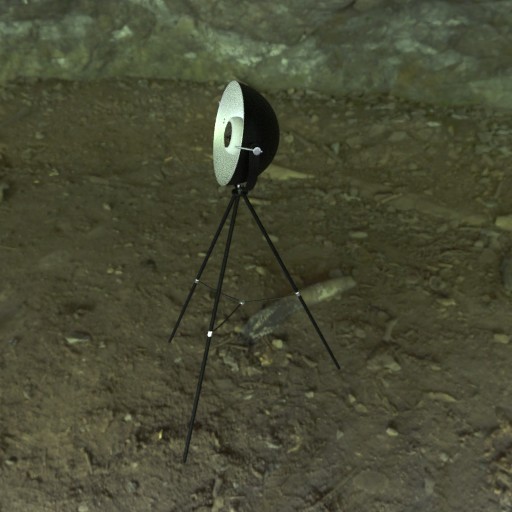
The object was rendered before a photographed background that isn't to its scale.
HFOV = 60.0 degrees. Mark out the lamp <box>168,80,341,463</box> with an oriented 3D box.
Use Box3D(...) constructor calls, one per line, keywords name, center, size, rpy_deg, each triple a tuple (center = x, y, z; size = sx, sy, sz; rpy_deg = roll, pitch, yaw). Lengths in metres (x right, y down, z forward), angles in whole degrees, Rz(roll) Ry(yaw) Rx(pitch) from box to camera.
Box3D(name="lamp", center=(0.000, 0.000, 2.019), size=(0.920, 1.512, 0.817), rpy_deg=(-9, 32, -14))
